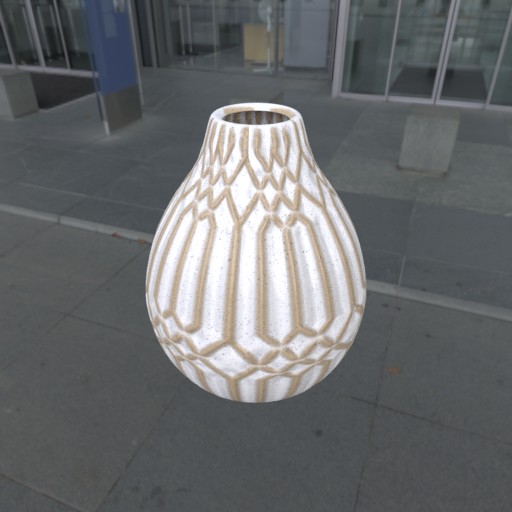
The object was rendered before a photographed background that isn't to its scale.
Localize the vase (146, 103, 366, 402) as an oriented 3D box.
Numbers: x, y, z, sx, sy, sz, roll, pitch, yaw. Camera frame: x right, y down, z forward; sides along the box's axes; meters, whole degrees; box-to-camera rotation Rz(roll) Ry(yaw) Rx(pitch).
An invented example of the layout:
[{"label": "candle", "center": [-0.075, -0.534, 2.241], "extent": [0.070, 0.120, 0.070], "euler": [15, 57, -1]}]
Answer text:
[{"label": "vase", "center": [0.000, 0.000, 0.315], "extent": [0.159, 0.200, 0.159], "euler": [0, 33, 0]}]
